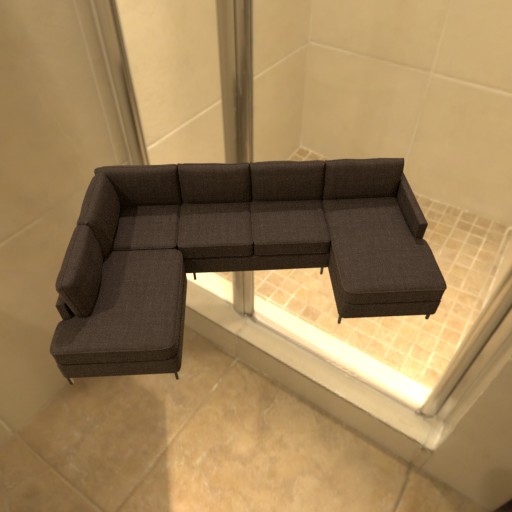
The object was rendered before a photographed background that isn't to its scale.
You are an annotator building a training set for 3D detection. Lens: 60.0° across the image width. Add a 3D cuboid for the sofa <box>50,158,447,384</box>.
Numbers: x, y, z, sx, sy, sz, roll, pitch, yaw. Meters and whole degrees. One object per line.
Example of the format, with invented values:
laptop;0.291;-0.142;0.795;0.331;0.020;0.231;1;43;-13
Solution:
sofa;0.000;0.000;4.297;3.423;0.999;2.048;-2;46;-2
